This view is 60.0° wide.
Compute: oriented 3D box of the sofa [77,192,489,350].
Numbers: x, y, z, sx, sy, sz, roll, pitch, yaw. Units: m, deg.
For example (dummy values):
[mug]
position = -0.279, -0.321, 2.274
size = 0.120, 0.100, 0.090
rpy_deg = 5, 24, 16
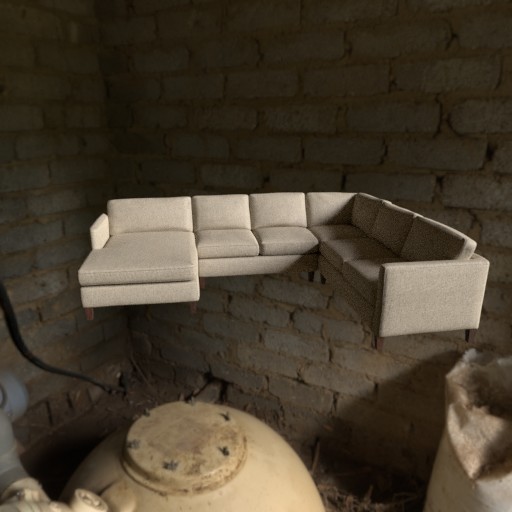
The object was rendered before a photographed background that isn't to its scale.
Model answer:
[sofa]
position = 0.000, 0.000, 4.579
size = 3.460, 0.959, 2.593
rpy_deg = -3, 18, -8
